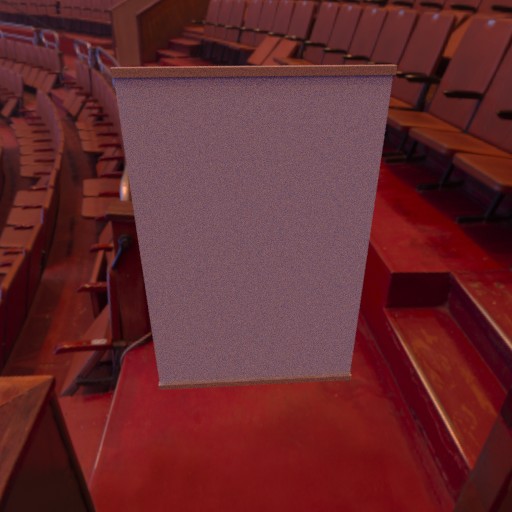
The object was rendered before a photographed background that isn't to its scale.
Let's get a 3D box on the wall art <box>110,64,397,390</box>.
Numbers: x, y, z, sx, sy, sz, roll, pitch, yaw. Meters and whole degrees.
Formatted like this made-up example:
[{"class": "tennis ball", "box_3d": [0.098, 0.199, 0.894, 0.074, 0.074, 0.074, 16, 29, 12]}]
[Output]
[{"class": "wall art", "box_3d": [0.000, 0.000, 1.918, 0.990, 1.519, 0.030, -2, 30, -3]}]
